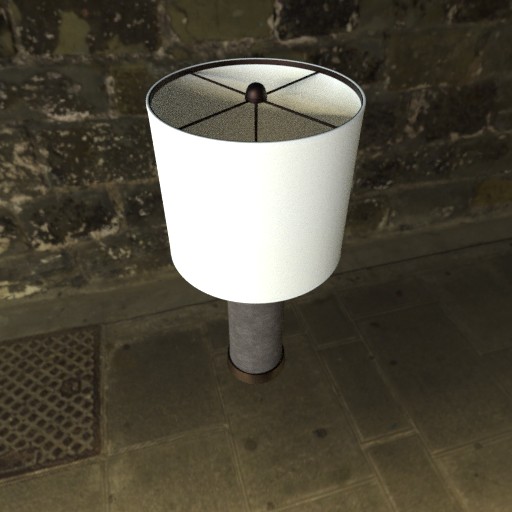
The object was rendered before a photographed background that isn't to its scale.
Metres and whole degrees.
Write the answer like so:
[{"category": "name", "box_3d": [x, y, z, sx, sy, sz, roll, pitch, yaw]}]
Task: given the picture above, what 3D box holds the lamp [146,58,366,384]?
[{"category": "lamp", "box_3d": [0.000, 0.000, 0.814, 0.301, 0.630, 0.301, -1, 41, -1]}]
